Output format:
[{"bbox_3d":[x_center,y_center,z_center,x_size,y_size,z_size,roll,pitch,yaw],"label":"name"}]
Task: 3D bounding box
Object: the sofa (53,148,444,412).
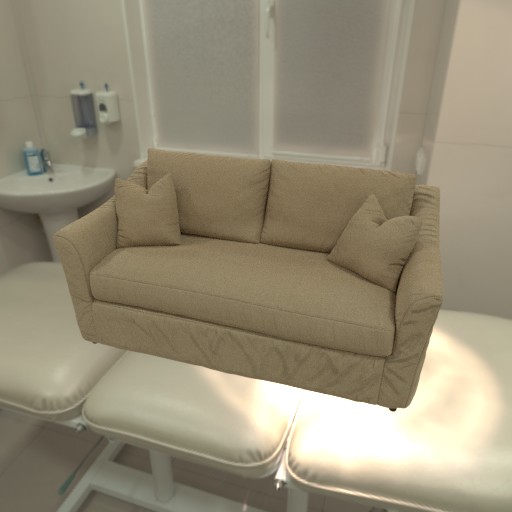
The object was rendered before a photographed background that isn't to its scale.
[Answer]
[{"bbox_3d":[0.000,0.000,2.649,2.010,1.018,1.072,8,29,16],"label":"sofa"}]
